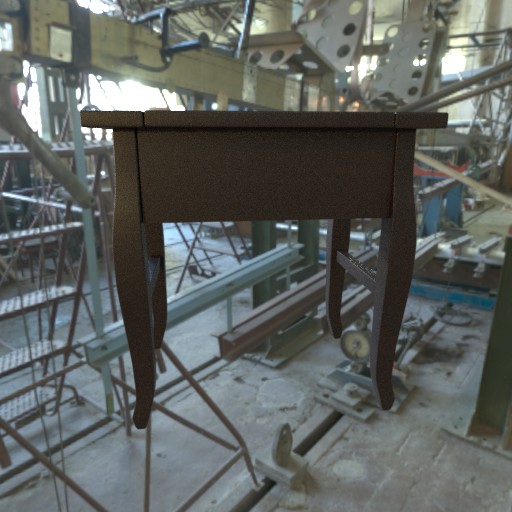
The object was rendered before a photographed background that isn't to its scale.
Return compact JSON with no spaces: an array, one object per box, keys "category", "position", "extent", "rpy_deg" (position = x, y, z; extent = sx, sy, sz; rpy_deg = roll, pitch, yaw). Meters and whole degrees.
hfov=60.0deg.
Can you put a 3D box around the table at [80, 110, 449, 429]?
[{"category":"table","position":[0.000,0.000,1.012],"extent":[0.602,0.605,0.460],"rpy_deg":[-2,15,-7]}]
